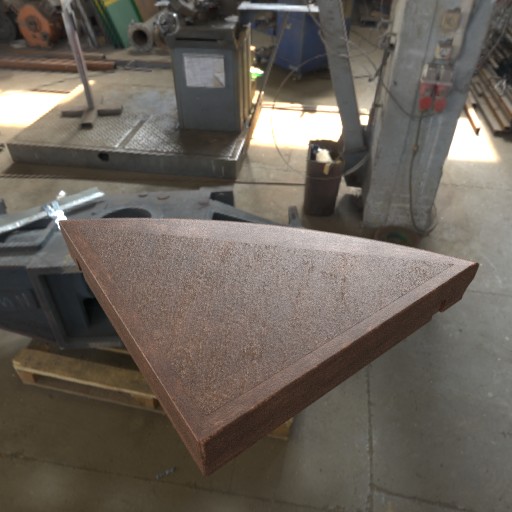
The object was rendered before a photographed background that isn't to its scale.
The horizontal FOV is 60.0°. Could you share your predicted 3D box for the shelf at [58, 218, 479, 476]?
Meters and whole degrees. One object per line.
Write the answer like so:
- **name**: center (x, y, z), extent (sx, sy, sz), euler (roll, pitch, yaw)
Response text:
- **shelf**: center (0.000, 0.000, 0.463), extent (0.310, 0.050, 0.310), euler (-25, 46, -27)
